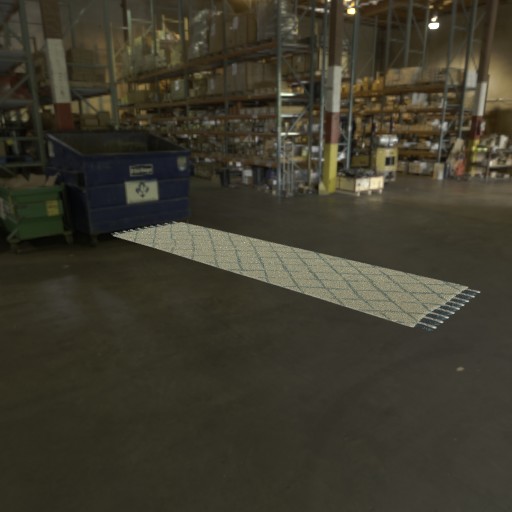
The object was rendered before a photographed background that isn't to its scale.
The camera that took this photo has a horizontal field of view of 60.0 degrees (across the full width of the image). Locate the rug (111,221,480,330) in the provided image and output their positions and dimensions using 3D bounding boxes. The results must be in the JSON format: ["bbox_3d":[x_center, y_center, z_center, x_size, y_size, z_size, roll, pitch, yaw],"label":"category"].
[{"bbox_3d":[0.000,0.000,2.670,2.372,0.008,0.620,15,22,41],"label":"rug"}]
